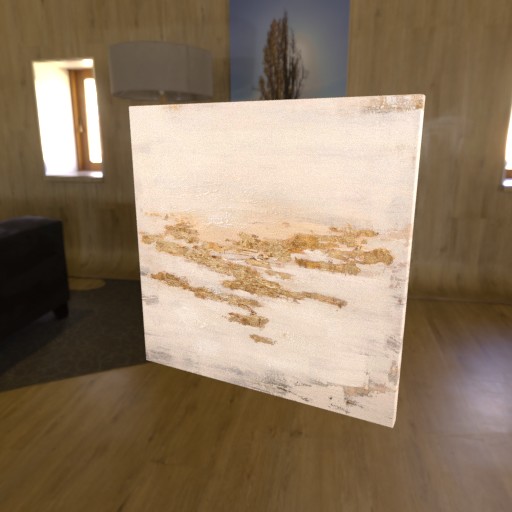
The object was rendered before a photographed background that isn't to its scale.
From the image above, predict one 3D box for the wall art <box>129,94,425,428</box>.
[{"bbox_3d":[0.000,0.000,1.145,0.753,0.755,0.038,7,16,26],"label":"wall art"}]
